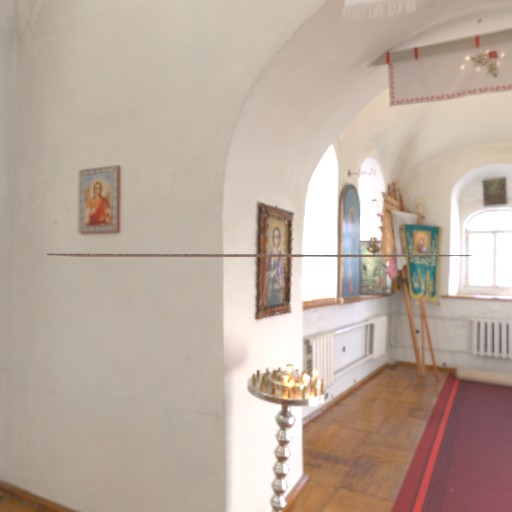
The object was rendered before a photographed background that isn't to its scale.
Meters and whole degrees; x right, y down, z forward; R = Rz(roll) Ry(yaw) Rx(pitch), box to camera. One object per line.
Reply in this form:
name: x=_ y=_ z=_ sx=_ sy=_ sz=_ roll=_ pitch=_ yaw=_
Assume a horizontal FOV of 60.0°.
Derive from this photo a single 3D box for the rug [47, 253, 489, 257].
rug: x=0.000 y=0.000 z=2.893 sx=2.283 sy=0.006 sz=1.521 roll=0 pitch=0 yaw=-17
